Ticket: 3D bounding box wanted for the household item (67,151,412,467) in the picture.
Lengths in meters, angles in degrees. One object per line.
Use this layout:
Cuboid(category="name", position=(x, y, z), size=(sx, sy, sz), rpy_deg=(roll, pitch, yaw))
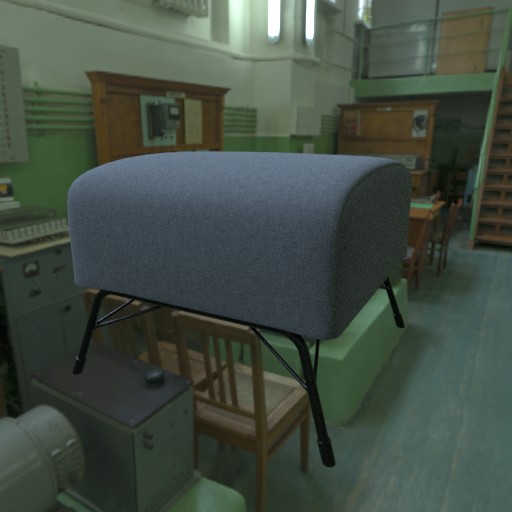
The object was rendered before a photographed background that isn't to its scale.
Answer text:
Cuboid(category="household item", position=(0.000, 0.000, 0.904), size=(0.530, 0.410, 0.530), rpy_deg=(8, 18, 27))
